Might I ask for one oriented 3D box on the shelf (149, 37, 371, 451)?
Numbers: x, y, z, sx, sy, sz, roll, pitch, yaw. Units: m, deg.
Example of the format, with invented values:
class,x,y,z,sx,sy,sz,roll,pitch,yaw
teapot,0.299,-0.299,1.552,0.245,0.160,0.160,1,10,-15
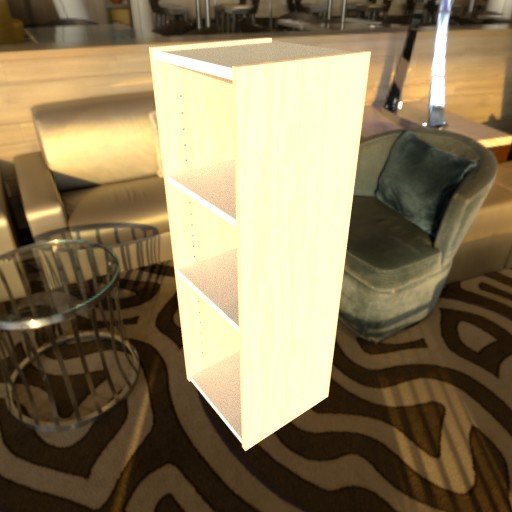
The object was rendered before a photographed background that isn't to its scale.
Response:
class,x,y,z,sx,sy,sz,roll,pitch,yaw
shelf,0.000,0.000,1.058,0.290,0.900,0.300,-21,38,-31
